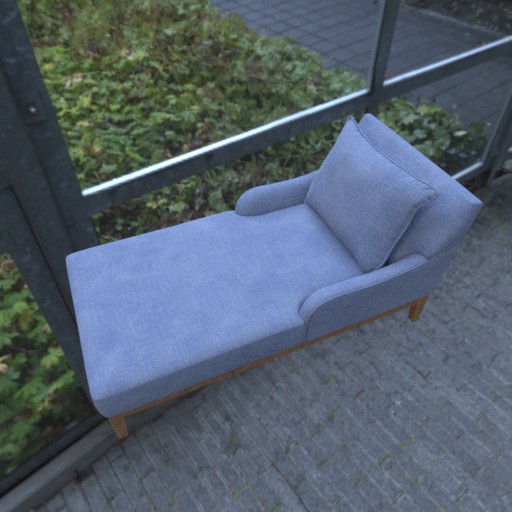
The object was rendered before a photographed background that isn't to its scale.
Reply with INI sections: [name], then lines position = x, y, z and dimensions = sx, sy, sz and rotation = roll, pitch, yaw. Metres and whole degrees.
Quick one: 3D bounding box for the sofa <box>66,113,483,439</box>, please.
[sofa]
position = 0.000, 0.000, 2.218
dimensions = 1.779, 0.883, 0.904
rotation = -17, 48, -16
